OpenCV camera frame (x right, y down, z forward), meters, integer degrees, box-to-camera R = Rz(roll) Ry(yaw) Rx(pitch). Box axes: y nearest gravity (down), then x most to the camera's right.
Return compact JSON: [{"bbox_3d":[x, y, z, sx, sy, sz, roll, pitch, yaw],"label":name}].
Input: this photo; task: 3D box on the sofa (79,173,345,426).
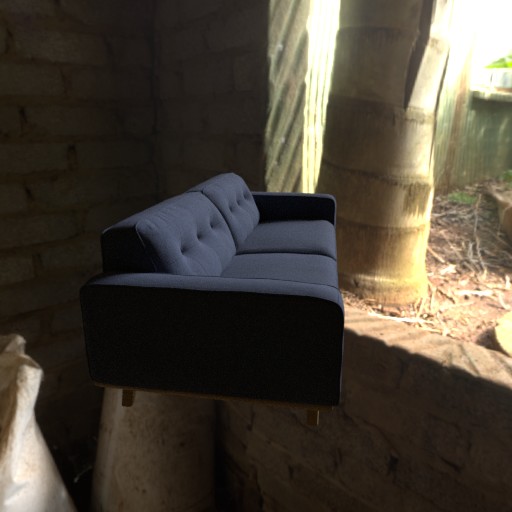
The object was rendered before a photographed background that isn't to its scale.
[{"bbox_3d":[0.000,0.000,2.612,0.953,0.782,2.270,3,17,9],"label":"sofa"}]
